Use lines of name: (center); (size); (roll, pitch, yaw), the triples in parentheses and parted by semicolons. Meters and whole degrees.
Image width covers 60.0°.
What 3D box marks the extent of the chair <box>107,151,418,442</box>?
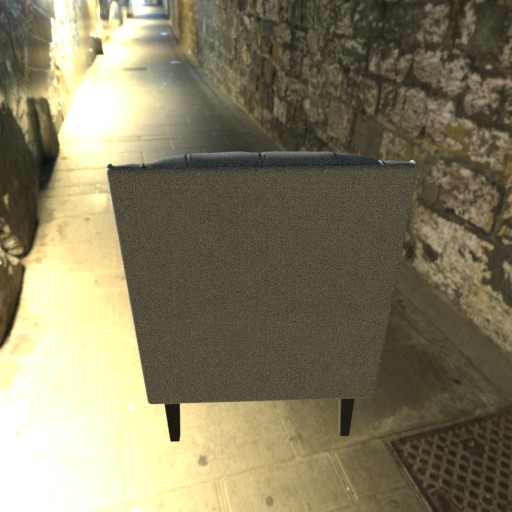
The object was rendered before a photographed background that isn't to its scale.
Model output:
chair: (0.000, 0.000, 1.432); (0.658, 0.891, 0.772); (-1, 31, -2)
